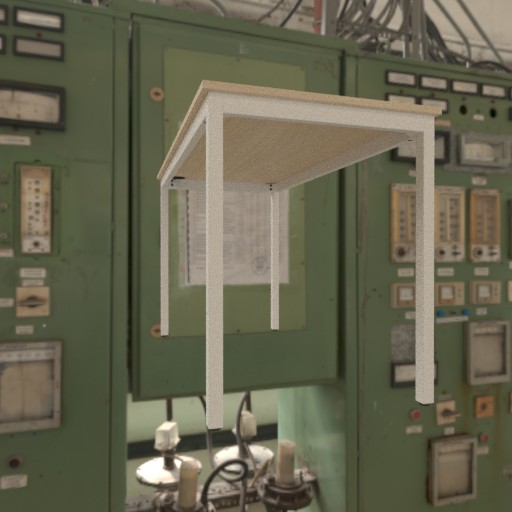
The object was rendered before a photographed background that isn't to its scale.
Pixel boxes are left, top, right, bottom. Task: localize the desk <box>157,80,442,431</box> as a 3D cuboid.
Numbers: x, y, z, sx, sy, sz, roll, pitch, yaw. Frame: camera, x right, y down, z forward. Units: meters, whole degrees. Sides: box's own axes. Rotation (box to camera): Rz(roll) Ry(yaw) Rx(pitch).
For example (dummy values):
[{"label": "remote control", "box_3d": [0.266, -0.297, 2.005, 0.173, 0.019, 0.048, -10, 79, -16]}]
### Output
[{"label": "desk", "box_3d": [0.000, 0.000, 1.590, 0.600, 0.750, 1.200, 0, 0, -17]}]
